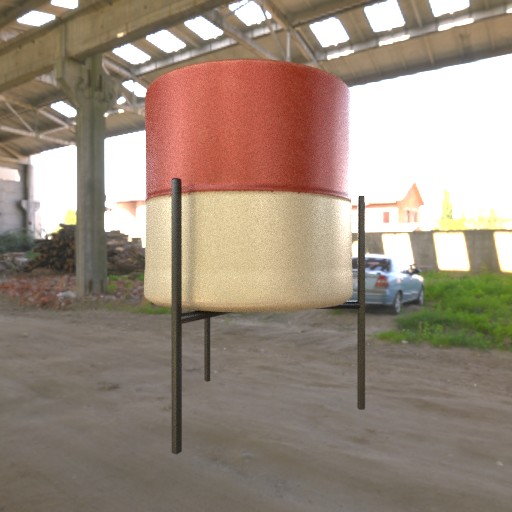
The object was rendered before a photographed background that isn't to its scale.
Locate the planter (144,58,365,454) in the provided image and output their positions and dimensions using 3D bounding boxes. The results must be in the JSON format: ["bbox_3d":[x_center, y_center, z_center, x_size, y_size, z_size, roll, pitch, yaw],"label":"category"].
[{"bbox_3d":[0.000,0.000,0.511,0.251,0.354,0.235,0,0,0],"label":"planter"}]
